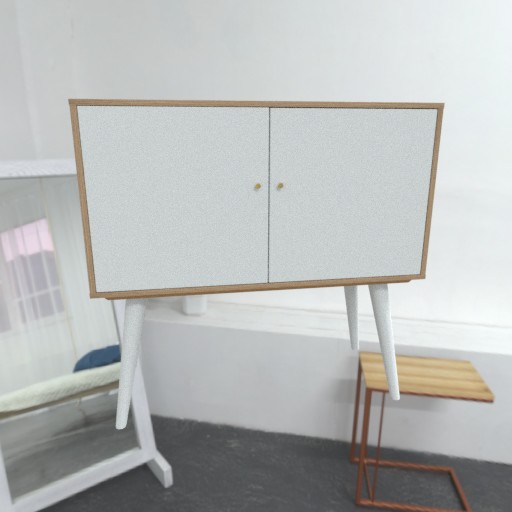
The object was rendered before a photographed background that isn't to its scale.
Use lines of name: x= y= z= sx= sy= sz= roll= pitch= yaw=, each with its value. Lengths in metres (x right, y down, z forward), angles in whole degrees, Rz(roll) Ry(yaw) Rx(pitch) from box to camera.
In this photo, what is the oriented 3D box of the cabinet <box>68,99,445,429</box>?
cabinet: x=0.000 y=0.000 z=1.576 sx=1.057 sy=1.016 sz=0.470 roll=-3 pitch=16 yaw=-9
